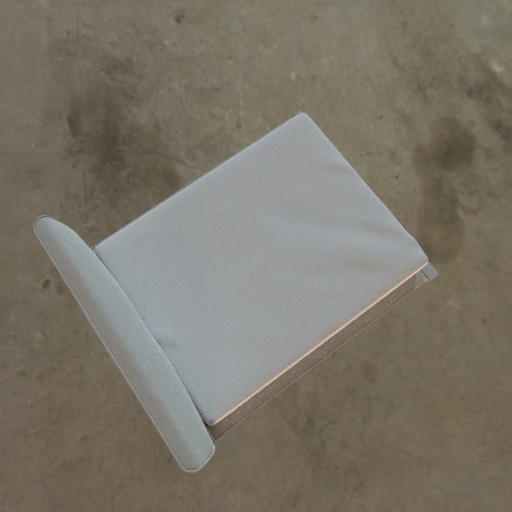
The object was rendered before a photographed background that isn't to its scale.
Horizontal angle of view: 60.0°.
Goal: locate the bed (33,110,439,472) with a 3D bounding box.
[{"bbox_3d":[0.000,0.000,3.533,2.498,1.126,1.980,-35,78,-8],"label":"bed"}]
